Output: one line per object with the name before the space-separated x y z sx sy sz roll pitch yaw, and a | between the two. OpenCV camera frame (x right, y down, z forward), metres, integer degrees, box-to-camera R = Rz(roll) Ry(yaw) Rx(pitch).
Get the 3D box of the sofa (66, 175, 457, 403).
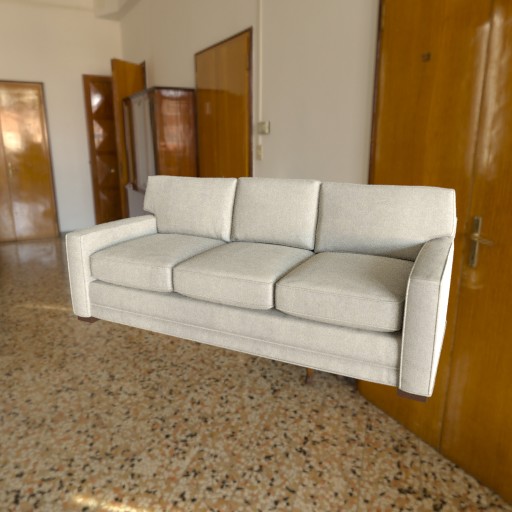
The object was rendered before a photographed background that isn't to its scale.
sofa | 0.000 0.000 2.605 2.093 0.862 0.936 7 16 25
